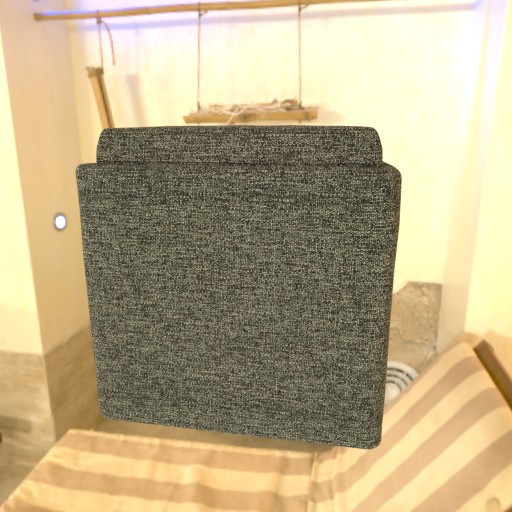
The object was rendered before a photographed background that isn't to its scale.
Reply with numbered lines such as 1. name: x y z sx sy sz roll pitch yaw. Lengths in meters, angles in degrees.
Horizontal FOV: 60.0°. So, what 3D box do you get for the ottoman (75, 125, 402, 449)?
1. ottoman: 0.000 0.000 0.826 0.450 0.463 0.450 3 15 10
